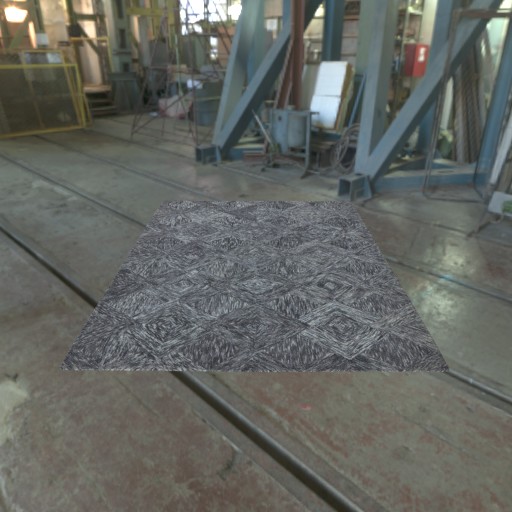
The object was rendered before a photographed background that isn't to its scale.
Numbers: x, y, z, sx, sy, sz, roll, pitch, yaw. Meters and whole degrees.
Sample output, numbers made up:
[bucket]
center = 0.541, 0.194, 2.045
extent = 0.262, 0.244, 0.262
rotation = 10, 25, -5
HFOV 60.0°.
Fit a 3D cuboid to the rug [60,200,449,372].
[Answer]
[rug]
center = 0.000, 0.000, 5.191
extent = 2.997, 0.020, 4.093
rotation = 0, 25, 0
